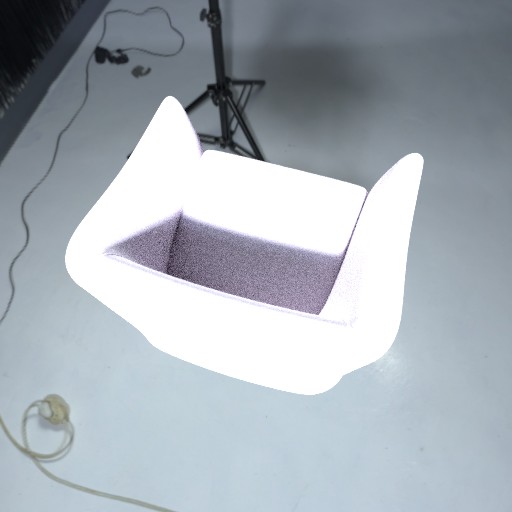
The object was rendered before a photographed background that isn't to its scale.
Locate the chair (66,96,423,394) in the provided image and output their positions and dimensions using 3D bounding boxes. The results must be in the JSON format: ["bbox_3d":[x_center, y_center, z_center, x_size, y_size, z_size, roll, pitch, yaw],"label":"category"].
[{"bbox_3d":[0.000,0.000,1.347,0.790,0.720,0.700,15,65,7],"label":"chair"}]
